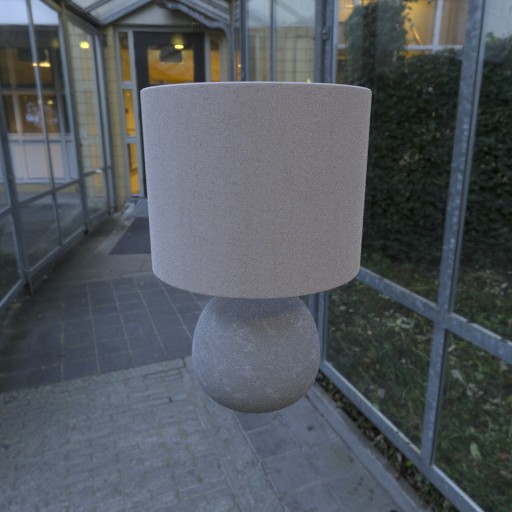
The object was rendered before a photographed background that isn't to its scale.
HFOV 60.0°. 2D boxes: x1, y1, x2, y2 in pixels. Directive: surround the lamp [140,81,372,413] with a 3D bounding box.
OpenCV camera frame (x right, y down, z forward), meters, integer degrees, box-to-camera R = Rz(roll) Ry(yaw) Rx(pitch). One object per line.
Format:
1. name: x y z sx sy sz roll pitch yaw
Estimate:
1. lamp: 0.000 0.000 0.588 0.269 0.409 0.269 -2 16 -8
